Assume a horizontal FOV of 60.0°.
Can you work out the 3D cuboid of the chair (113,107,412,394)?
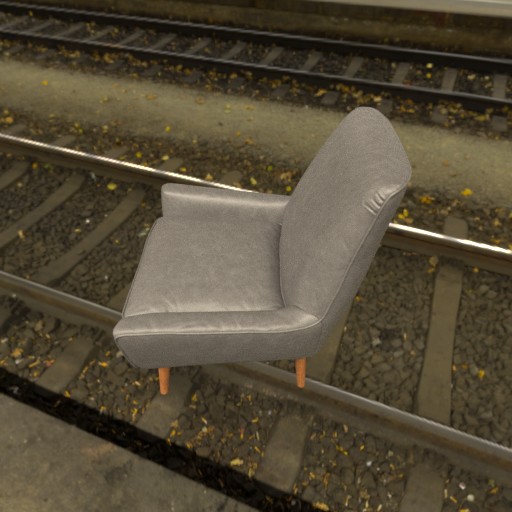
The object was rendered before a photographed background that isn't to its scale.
[{"bbox_3d":[0.000,0.000,1.529,0.822,0.888,0.787,1,41,1],"label":"chair"}]
